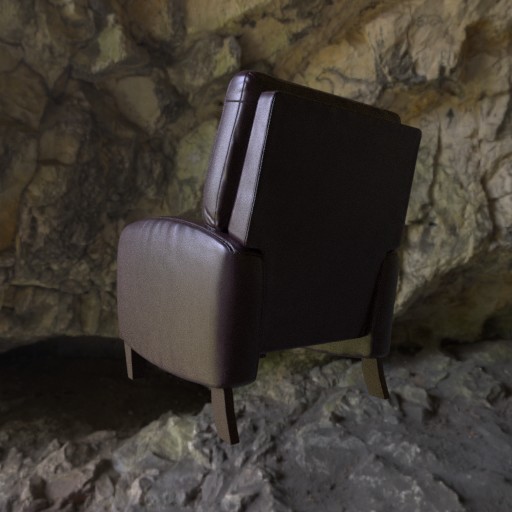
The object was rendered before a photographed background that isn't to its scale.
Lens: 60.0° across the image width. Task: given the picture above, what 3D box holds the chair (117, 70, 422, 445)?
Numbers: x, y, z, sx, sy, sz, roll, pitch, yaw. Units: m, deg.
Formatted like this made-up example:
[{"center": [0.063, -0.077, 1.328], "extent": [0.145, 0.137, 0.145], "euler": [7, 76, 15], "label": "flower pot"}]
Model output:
[{"center": [0.000, 0.000, 1.633], "extent": [0.762, 0.990, 0.990], "euler": [0, 0, -35], "label": "chair"}]
